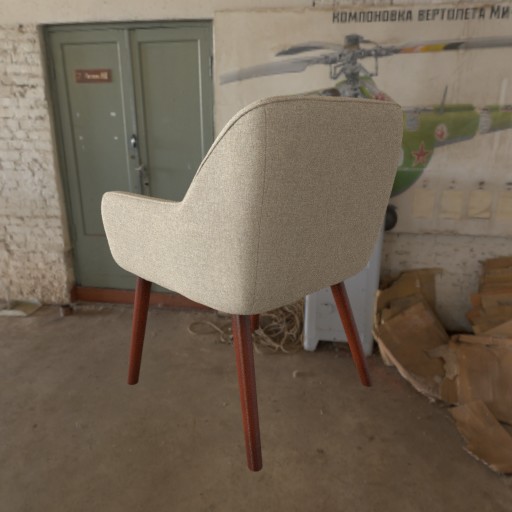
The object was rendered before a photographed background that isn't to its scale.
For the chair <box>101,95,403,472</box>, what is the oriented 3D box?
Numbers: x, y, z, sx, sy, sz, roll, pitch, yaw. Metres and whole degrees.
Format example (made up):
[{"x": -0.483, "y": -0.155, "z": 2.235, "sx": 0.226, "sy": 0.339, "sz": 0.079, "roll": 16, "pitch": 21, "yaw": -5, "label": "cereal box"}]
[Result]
[{"x": 0.000, "y": 0.000, "z": 1.234, "sx": 0.610, "sy": 0.813, "sz": 0.610, "roll": -16, "pitch": 23, "yaw": -42, "label": "chair"}]
